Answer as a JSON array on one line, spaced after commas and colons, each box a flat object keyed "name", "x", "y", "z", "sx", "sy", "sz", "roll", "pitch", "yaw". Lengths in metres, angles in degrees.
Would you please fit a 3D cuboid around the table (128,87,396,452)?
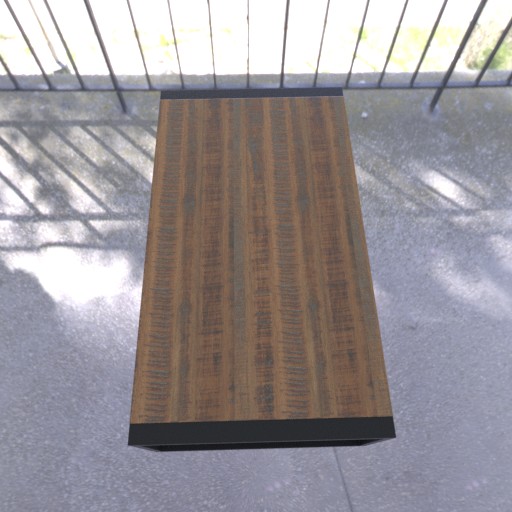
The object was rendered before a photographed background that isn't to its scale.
[{"name": "table", "x": 0.000, "y": 0.000, "z": 1.712, "sx": 0.750, "sy": 0.400, "sz": 1.350, "roll": -1, "pitch": 64, "yaw": -1}]
